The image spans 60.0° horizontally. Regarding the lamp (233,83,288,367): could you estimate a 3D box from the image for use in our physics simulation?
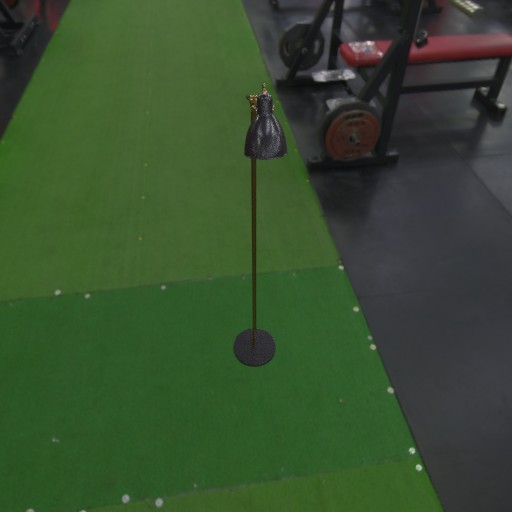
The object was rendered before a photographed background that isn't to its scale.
[{"bbox_3d":[0.000,0.000,1.835,0.235,1.628,0.618,-4,45,-4],"label":"lamp"}]
